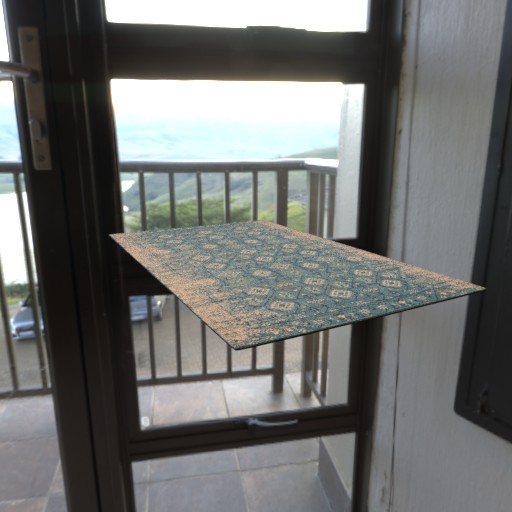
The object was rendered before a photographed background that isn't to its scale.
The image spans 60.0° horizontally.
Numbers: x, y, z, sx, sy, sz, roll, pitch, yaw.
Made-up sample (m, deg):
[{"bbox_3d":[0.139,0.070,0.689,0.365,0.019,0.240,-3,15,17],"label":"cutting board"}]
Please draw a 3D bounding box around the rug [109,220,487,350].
[{"bbox_3d":[0.000,0.000,2.234,1.102,0.008,1.795,-8,16,-28],"label":"rug"}]
